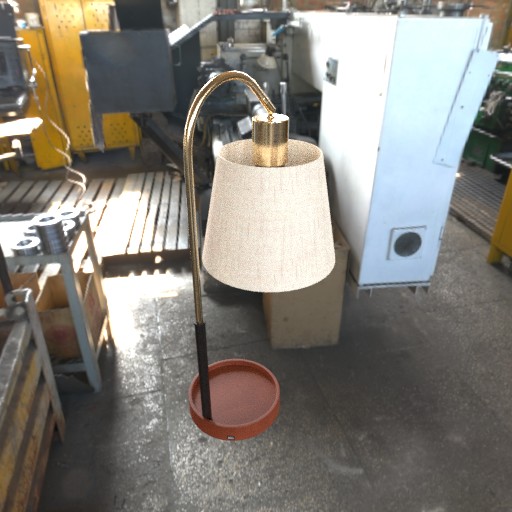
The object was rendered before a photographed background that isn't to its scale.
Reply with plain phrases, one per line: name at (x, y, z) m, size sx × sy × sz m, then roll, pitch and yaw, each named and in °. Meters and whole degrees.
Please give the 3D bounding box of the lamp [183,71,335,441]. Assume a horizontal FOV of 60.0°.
lamp at (0.000, 0.000, 0.681) m, size 0.211 × 0.536 × 0.273 m, roll 22°, pitch 36°, yaw 34°
